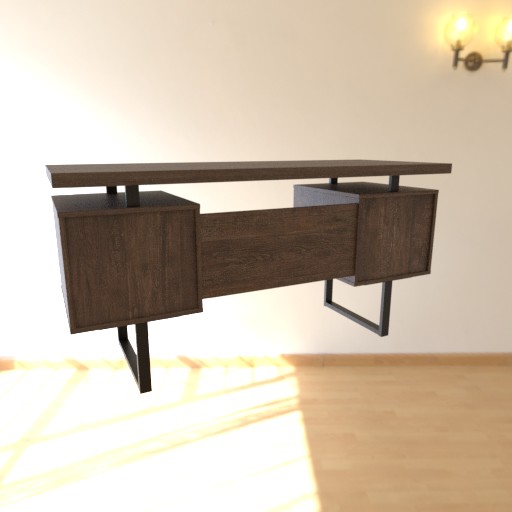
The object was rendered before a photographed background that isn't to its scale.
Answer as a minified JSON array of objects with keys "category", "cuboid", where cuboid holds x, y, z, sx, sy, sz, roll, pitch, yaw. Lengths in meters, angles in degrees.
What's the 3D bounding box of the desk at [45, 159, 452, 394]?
[{"category":"desk","cuboid":[0.000,0.000,1.871,1.524,0.760,0.600,-7,16,-25]}]
